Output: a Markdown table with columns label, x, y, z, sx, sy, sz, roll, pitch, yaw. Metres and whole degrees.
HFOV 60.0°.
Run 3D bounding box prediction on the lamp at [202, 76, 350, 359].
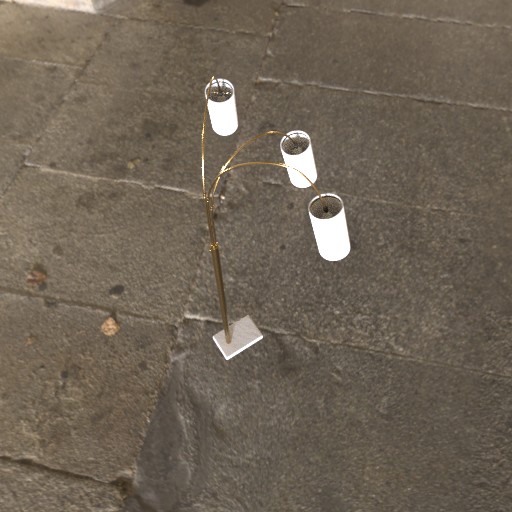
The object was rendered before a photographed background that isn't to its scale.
| label | x | y | z | sx | sy | sz | roll | pitch | yaw |
| --- | --- | --- | --- | --- | --- | --- | --- | --- | --- |
| lamp | 0.000 | 0.000 | 2.544 | 0.667 | 2.055 | 1.020 | -29 | 63 | -16 |
